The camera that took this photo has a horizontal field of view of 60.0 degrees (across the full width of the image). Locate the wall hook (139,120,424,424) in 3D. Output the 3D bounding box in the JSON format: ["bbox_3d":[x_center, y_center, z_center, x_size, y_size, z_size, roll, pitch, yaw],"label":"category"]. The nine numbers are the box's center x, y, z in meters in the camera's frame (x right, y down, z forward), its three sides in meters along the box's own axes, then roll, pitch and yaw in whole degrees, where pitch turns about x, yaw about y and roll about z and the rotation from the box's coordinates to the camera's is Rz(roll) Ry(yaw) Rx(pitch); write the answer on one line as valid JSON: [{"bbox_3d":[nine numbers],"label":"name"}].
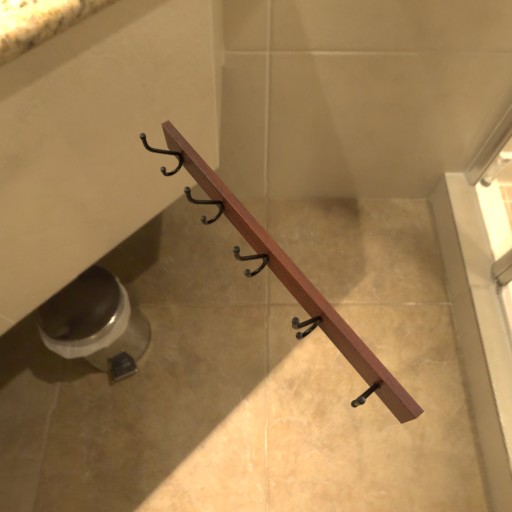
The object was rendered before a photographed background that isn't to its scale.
[{"bbox_3d":[0.000,0.000,0.621,0.071,0.117,0.571,-34,68,-16],"label":"wall hook"}]
